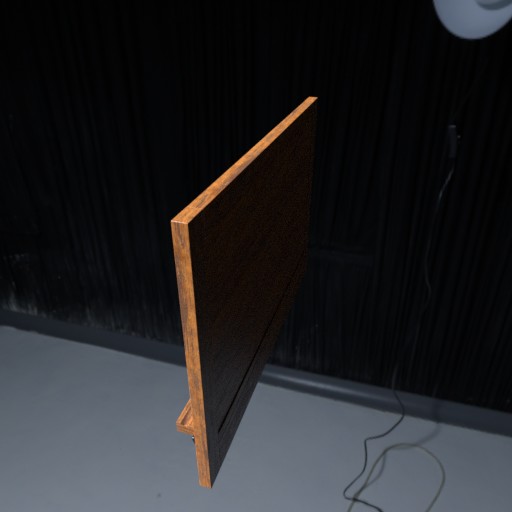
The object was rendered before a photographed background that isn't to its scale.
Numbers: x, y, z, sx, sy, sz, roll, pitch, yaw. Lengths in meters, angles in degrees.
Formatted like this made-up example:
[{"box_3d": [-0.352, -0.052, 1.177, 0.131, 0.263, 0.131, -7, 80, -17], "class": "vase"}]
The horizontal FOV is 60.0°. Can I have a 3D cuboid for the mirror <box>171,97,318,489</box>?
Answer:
[{"box_3d": [0.000, 0.000, 0.982, 0.084, 0.537, 0.758, 10, 32, 16], "class": "mirror"}]
